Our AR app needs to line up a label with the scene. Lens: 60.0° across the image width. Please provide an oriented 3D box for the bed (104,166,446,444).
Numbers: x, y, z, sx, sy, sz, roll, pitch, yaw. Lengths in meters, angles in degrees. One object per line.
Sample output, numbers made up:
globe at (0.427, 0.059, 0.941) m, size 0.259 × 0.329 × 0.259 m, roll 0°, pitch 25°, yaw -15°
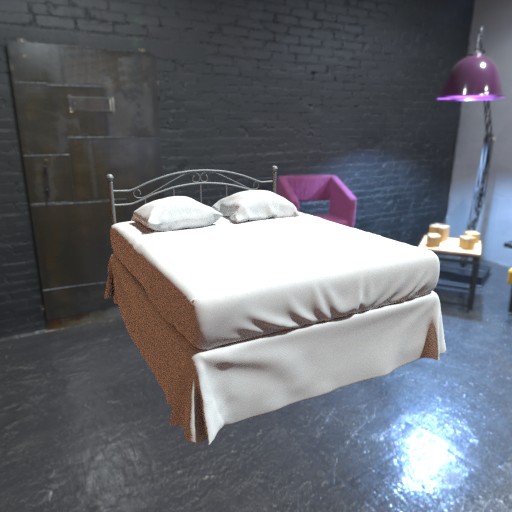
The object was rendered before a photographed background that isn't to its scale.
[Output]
bed at (0.000, 0.000, 3.278) m, size 1.936 × 1.080 × 2.215 m, roll -9°, pitch 19°, yaw -27°
